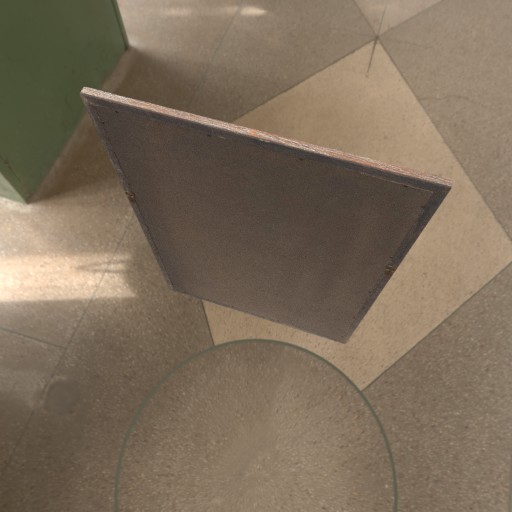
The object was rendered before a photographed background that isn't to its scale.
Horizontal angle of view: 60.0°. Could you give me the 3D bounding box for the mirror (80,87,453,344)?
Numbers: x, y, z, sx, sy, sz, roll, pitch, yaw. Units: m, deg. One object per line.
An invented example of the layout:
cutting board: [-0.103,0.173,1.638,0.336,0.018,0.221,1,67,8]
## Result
mirror: [0.000,0.000,1.249,0.705,0.996,0.025,16,65,8]
